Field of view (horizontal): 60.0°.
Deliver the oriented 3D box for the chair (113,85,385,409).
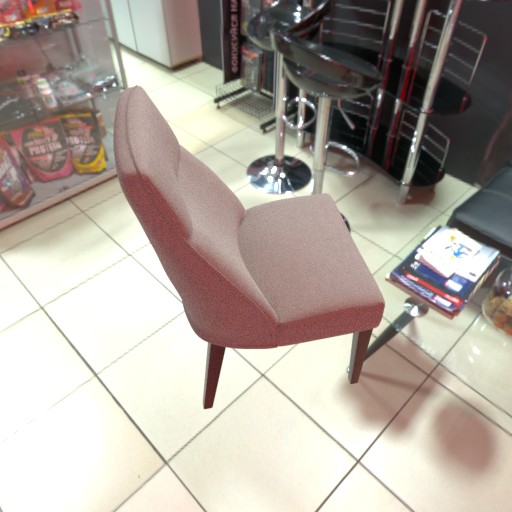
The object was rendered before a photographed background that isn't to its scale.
[{"bbox_3d":[0.000,0.000,1.292,0.620,0.930,0.500,-9,47,-8],"label":"chair"}]
